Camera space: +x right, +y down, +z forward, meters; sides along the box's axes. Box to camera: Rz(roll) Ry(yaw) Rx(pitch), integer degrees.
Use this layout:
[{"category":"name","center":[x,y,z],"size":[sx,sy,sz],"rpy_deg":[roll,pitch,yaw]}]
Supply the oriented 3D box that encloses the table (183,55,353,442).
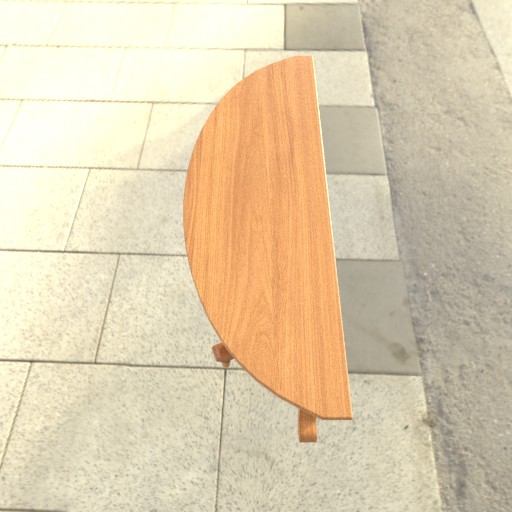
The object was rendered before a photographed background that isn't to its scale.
[{"category":"table","center":[0.000,0.000,1.513],"size":[0.394,0.692,1.198],"rpy_deg":[0,59,0]}]
